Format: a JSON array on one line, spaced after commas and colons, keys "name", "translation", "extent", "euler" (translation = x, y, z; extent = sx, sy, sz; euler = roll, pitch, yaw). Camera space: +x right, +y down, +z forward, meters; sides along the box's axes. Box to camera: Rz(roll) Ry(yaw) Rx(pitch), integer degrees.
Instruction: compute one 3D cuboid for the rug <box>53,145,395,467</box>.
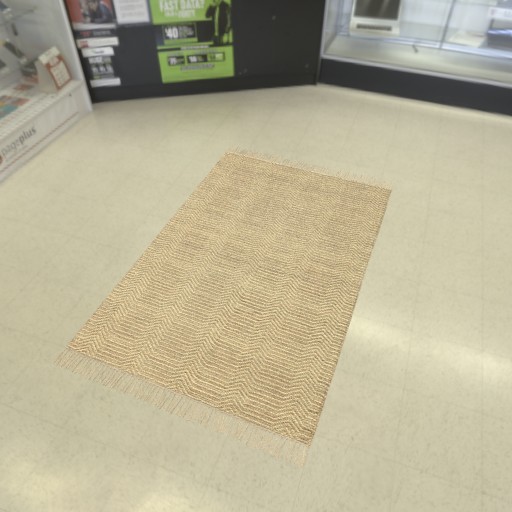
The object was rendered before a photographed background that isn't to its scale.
[{"name": "rug", "translation": [0.000, 0.000, 3.170], "extent": [1.528, 0.034, 2.523], "euler": [16, 48, 15]}]
